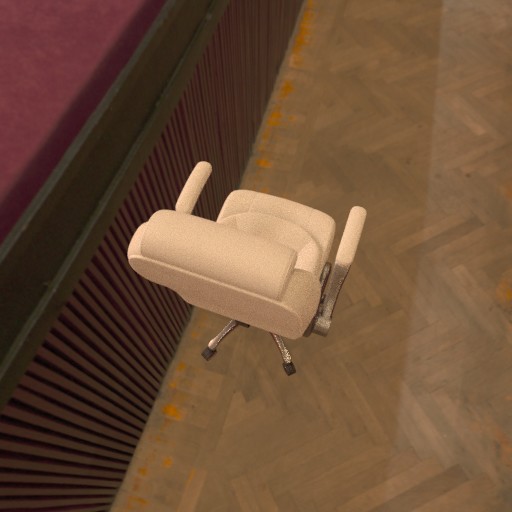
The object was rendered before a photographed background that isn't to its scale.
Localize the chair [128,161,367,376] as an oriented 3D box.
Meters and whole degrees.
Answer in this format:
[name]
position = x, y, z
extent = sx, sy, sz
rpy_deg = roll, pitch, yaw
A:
[chair]
position = 0.000, 0.000, 1.850
extent = 0.755, 1.330, 0.806
rpy_deg = 18, 64, 9
